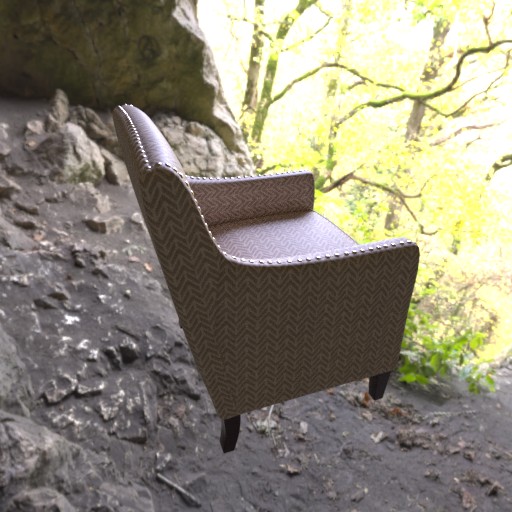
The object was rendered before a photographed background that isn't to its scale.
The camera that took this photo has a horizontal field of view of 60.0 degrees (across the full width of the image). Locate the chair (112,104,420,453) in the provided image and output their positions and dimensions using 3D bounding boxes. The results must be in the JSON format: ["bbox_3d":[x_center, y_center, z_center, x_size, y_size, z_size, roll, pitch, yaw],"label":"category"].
[{"bbox_3d":[0.000,0.000,1.291,0.651,0.816,0.623,-10,31,-17],"label":"chair"}]
